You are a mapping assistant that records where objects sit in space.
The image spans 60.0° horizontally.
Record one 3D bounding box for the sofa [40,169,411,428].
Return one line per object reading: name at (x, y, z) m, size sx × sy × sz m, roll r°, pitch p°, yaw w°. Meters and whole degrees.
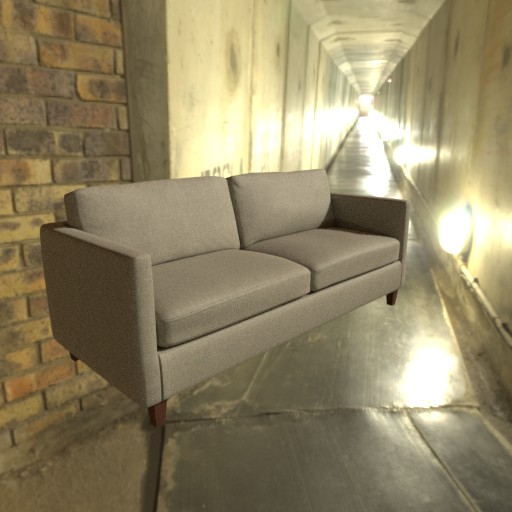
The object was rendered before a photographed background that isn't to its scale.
sofa at (0.000, 0.000, 2.730) m, size 2.208 × 0.963 × 0.956 m, roll -14°, pitch 21°, yaw -43°
